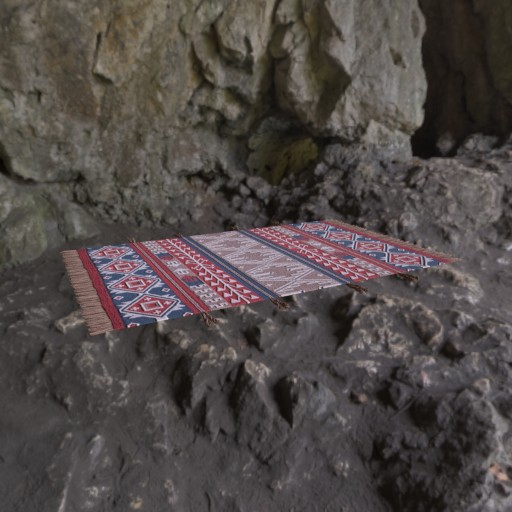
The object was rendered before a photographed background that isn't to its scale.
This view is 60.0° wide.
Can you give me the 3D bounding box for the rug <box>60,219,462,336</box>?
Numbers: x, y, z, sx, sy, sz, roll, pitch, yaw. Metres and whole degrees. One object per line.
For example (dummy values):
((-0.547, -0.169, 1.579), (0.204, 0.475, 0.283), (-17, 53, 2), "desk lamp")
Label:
((0.000, 0.000, 2.577), (2.025, 0.040, 1.469), (-8, 19, -26), "rug")
